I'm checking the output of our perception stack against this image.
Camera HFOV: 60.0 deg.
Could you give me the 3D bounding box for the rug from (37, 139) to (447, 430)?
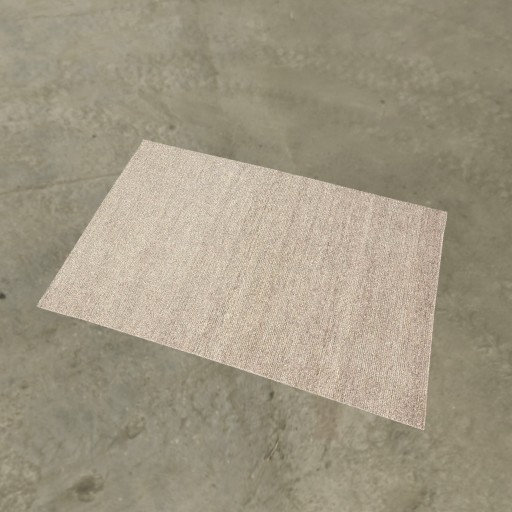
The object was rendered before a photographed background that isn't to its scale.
[{"bbox_3d":[0.000,0.000,2.215,1.792,0.021,1.154,15,59,9],"label":"rug"}]
